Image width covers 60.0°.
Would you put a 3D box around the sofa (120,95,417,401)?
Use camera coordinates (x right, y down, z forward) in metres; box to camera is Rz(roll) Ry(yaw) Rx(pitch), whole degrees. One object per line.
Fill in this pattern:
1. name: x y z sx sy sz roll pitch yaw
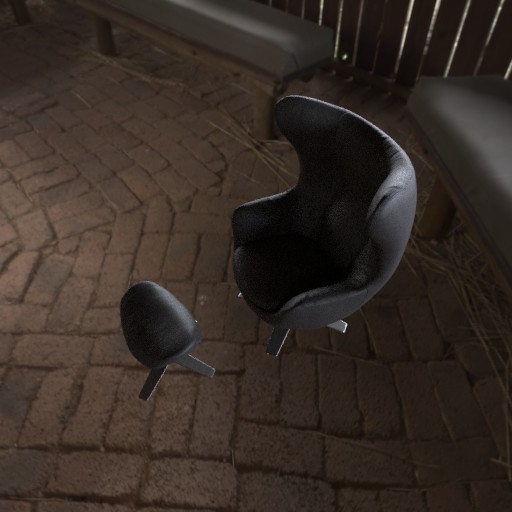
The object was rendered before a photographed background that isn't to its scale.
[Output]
1. sofa: 0.000 0.000 2.152 1.444 1.135 0.894 -16 48 -15
